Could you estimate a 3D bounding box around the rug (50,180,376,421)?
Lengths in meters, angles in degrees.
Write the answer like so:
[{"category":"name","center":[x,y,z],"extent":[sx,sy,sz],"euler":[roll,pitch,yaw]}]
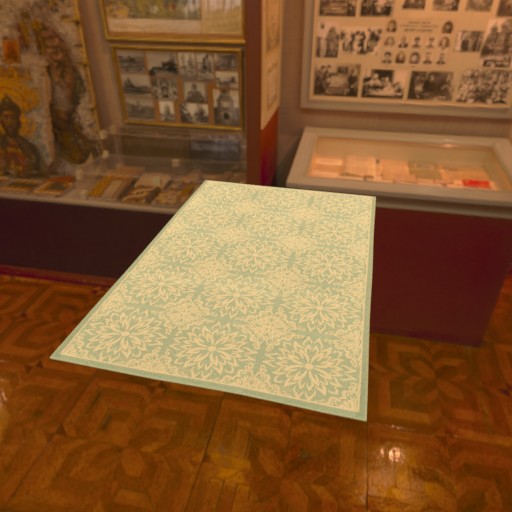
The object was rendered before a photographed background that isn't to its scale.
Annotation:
[{"category":"rug","center":[0.000,0.000,3.534],"extent":[1.819,0.018,2.746],"euler":[7,33,12]}]
